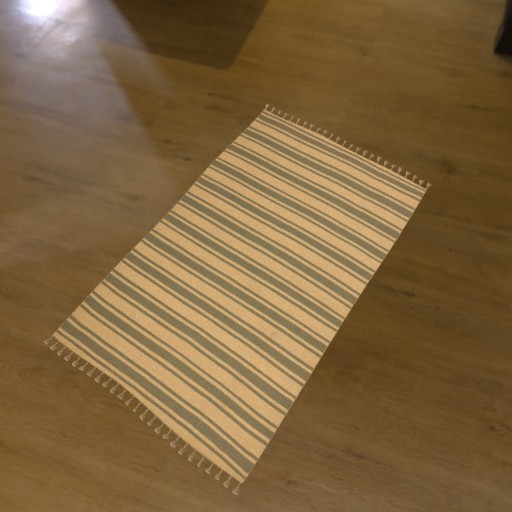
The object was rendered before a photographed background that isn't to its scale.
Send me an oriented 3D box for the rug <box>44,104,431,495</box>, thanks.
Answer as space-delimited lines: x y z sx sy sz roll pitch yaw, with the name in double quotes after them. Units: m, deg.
0.000 0.000 2.509 1.222 0.009 2.084 31 67 15 "rug"
